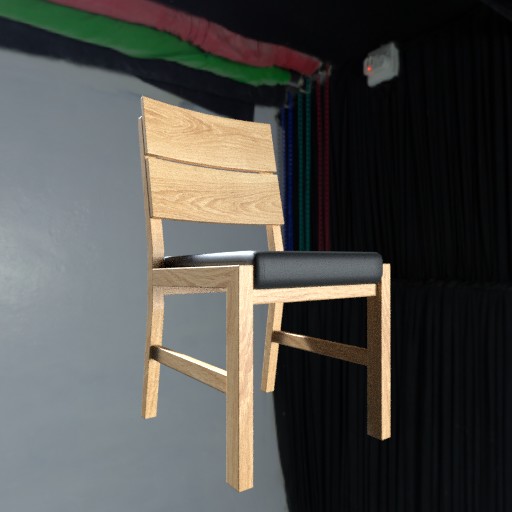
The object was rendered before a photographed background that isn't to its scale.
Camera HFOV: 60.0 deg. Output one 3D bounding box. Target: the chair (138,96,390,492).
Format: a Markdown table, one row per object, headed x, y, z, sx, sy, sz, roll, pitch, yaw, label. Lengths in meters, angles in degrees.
| x | y | z | sx | sy | sz | roll | pitch | yaw | label |
| --- | --- | --- | --- | --- | --- | --- | --- | --- | --- |
| 0.000 | 0.000 | 1.249 | 0.475 | 0.950 | 0.569 | 0 | 0 | -36 | chair |
